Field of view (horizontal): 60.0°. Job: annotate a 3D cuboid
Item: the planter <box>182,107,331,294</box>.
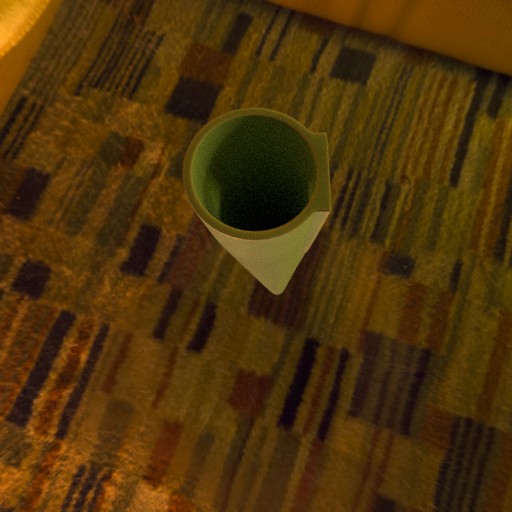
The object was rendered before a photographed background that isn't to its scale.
[{"bbox_3d":[0.000,0.000,0.296,0.055,0.268,0.054,-1,76,0],"label":"planter"}]
